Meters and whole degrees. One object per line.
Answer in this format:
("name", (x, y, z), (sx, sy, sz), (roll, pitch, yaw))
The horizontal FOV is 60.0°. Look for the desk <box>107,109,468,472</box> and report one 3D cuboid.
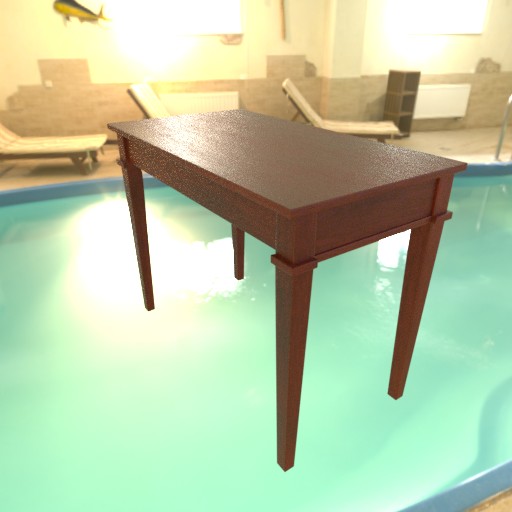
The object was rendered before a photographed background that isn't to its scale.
("desk", (0.000, 0.000, 1.467), (0.549, 0.762, 1.001), (-18, 32, -31))
